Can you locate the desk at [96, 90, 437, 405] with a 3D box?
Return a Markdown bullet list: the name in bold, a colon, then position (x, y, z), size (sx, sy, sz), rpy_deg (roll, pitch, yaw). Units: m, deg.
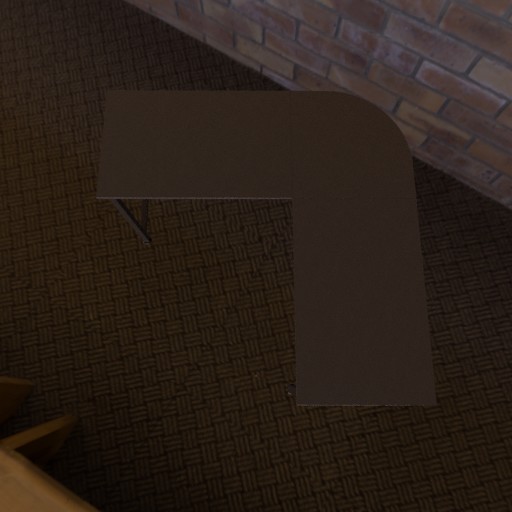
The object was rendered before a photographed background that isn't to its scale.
- **desk**: position (0.000, 0.000, 2.263), size (1.400, 0.762, 1.400), rpy_deg (0, 75, 0)
